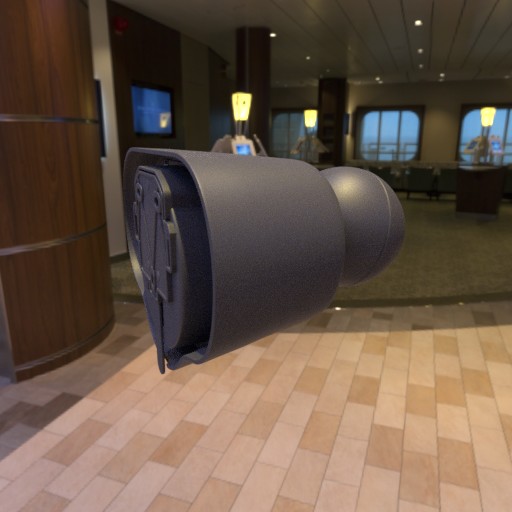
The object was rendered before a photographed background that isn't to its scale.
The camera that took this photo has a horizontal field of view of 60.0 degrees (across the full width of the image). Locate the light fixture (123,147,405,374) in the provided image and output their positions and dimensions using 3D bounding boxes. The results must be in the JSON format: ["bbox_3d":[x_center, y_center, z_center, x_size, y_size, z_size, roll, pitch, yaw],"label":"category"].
[{"bbox_3d":[0.000,0.000,0.337,0.159,0.159,0.229,-7,17,-25],"label":"light fixture"}]
